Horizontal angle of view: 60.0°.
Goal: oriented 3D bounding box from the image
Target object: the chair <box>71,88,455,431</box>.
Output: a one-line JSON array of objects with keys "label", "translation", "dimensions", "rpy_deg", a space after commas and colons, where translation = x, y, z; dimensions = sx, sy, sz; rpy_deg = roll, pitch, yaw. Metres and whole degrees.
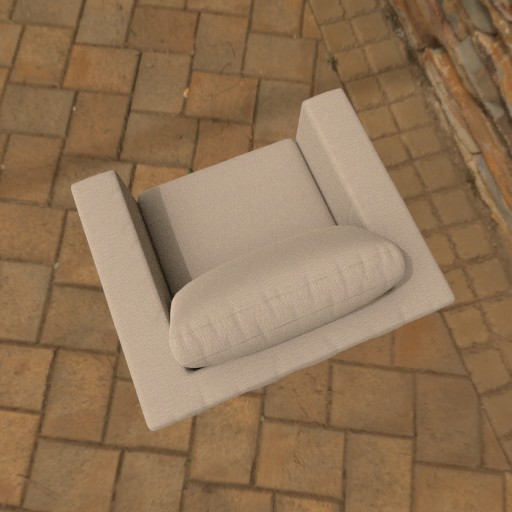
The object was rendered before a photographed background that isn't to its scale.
[{"label": "chair", "translation": [0.000, 0.000, 1.772], "dimensions": [1.150, 0.878, 0.957], "rpy_deg": [-22, 75, -6]}]
